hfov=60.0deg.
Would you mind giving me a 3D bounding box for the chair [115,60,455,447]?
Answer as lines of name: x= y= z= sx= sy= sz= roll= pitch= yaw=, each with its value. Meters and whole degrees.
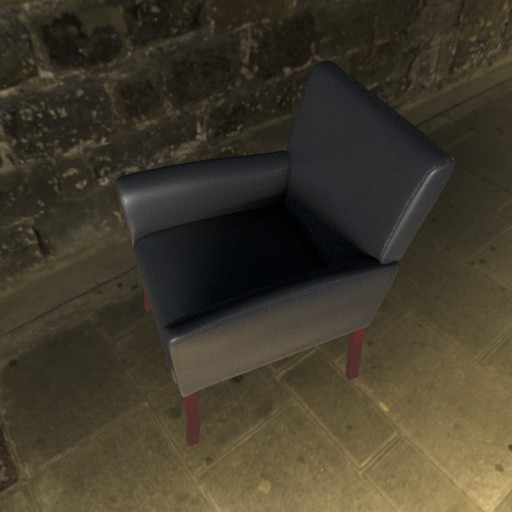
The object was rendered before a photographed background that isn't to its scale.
chair: x=0.000 y=0.000 z=1.475 sx=0.772 sy=0.951 sz=0.683 roll=-17 pitch=49 yaw=-16
